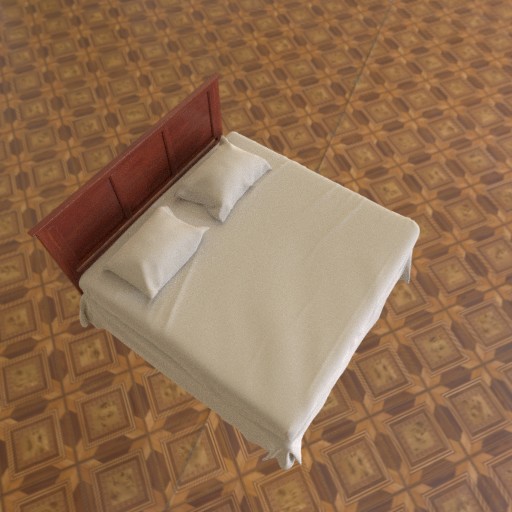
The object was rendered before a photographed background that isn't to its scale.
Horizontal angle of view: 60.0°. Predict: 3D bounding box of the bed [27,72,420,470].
[{"bbox_3d":[0.000,0.000,3.532,2.219,1.271,2.314,31,64,17],"label":"bed"}]
